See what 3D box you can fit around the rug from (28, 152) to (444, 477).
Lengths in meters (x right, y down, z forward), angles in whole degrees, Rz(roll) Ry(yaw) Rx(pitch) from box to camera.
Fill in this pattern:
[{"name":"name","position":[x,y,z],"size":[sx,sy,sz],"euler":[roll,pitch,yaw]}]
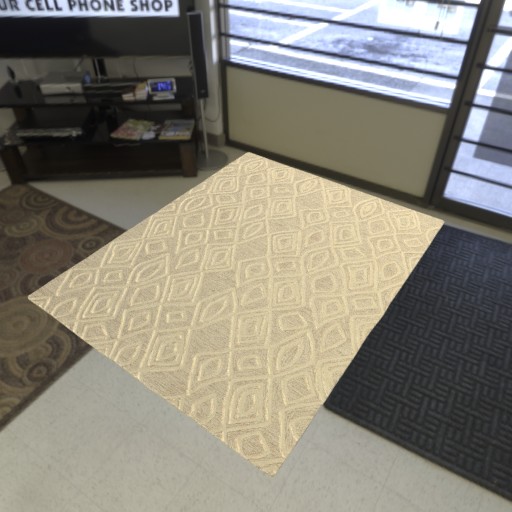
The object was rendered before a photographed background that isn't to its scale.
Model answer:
[{"name":"rug","position":[0.000,0.000,4.018],"size":[2.449,0.025,3.049],"euler":[25,47,26]}]
